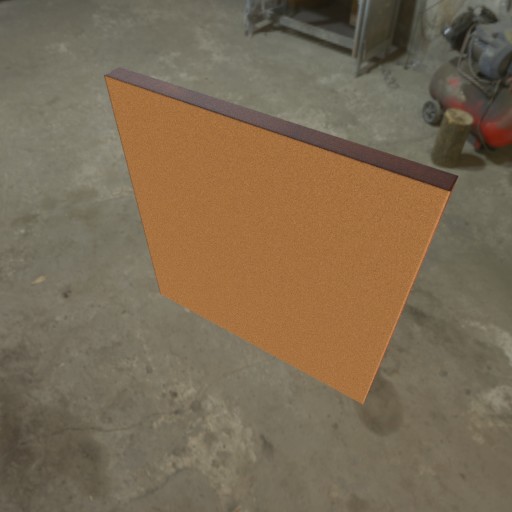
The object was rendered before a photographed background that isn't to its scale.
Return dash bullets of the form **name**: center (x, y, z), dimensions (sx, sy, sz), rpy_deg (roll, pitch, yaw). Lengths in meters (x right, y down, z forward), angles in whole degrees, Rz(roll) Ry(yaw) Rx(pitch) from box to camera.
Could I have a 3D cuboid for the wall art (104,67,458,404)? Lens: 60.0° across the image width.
- **wall art**: center (0.000, 0.000, 0.834), dimensions (0.554, 0.572, 0.037), rpy_deg (25, 52, 21)
